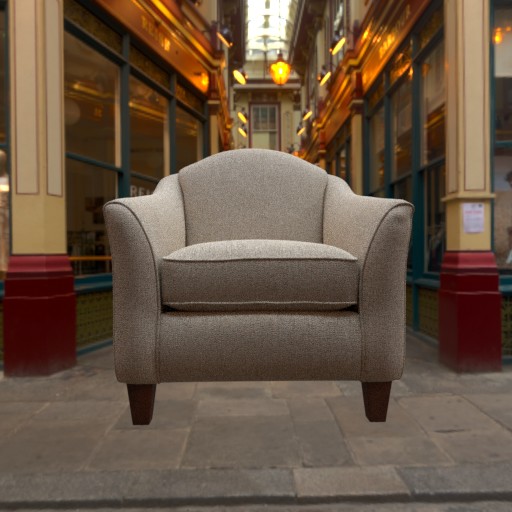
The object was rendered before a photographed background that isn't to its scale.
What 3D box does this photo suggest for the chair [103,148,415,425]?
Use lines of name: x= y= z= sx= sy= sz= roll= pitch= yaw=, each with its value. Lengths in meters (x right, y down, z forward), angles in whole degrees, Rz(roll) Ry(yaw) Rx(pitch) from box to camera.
chair: x=0.000 y=0.000 z=1.447 sx=0.763 sy=0.839 sz=0.787 roll=0 pitch=1 yaw=-2
